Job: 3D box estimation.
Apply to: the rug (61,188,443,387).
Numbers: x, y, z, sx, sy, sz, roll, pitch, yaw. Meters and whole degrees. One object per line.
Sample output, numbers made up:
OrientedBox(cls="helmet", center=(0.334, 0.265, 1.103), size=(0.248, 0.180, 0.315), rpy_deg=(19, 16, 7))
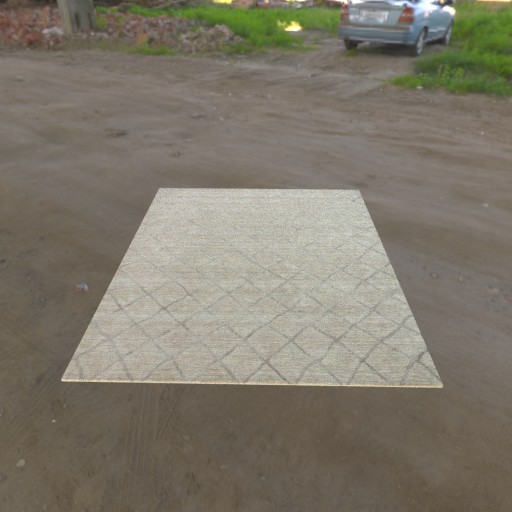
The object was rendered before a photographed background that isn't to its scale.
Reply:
OrientedBox(cls="rug", center=(0.000, 0.000, 4.089), size=(2.420, 0.019, 3.038), rpy_deg=(1, 32, 1))
